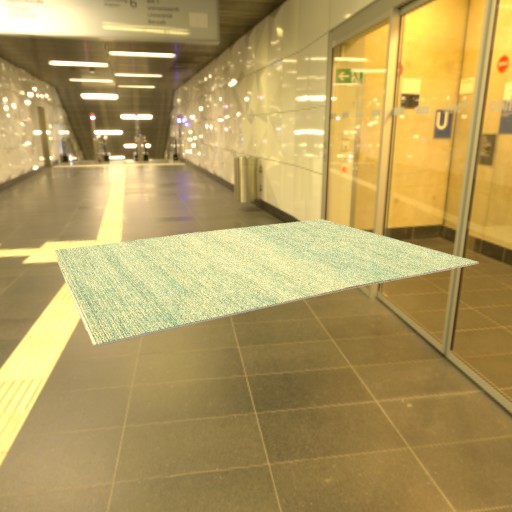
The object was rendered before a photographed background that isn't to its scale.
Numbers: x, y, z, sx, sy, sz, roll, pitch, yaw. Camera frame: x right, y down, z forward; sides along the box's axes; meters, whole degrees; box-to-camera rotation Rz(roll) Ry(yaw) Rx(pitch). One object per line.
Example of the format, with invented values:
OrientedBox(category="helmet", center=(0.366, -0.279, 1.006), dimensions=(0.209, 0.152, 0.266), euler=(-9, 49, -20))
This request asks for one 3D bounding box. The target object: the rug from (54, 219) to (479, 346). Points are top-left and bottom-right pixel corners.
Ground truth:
OrientedBox(category="rug", center=(0.000, 0.000, 2.901), dimensions=(2.305, 0.029, 1.593), euler=(-9, 18, -27))
